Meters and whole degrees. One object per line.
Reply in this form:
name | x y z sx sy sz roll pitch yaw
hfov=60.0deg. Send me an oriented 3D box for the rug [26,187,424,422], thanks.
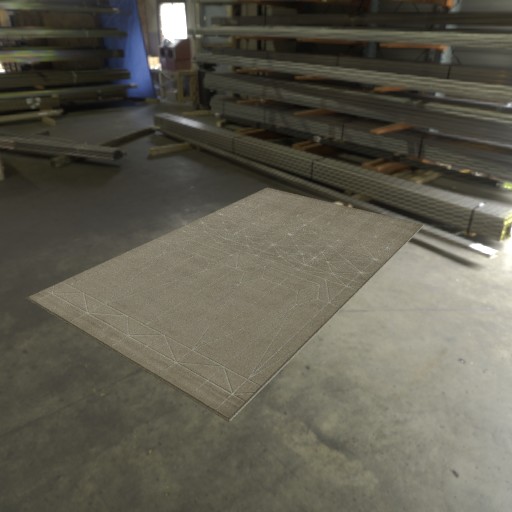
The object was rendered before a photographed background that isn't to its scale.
rug | 0.000 0.000 3.044 1.524 0.012 2.438 19 33 32
